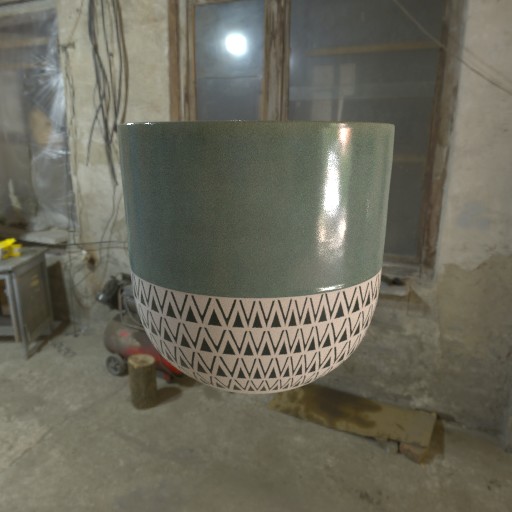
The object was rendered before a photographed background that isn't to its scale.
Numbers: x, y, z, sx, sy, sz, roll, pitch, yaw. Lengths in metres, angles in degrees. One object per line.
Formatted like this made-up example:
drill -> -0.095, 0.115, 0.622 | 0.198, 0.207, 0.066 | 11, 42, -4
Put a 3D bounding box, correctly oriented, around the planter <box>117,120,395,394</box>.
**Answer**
planter -> 0.000, 0.000, 0.477 | 0.266, 0.270, 0.266 | 0, 15, 0
